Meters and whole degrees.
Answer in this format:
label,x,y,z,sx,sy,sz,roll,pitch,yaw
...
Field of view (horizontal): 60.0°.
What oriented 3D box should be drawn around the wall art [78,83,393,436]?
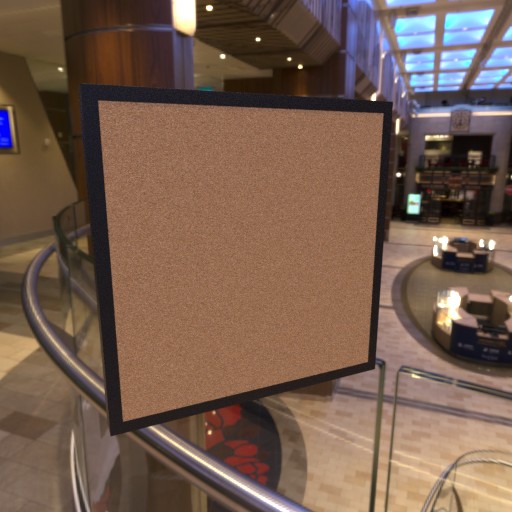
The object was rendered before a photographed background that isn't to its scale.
label,x,y,z,sx,sy,sz,roll,pitch,yaw
wall art,0.000,0.000,0.740,0.508,0.508,0.038,-6,15,-24
